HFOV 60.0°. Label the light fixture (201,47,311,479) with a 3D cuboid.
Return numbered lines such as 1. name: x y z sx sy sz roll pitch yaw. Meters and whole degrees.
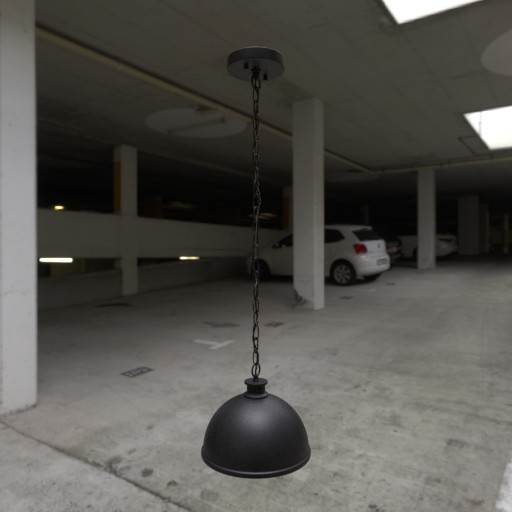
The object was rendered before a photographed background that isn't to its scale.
1. light fixture: 0.000 0.000 1.234 0.304 1.090 0.304 0 0 35
